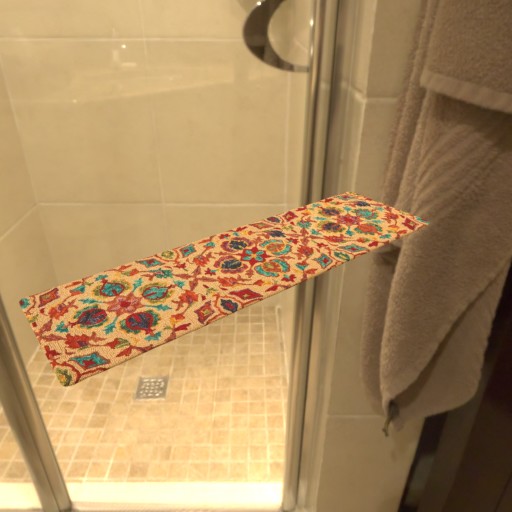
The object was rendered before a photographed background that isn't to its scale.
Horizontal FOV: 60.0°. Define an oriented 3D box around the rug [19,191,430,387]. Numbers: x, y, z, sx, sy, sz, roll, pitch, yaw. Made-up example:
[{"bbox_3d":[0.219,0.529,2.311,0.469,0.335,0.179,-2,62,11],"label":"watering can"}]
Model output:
[{"bbox_3d":[0.000,0.000,2.430,2.273,0.016,0.693,-21,36,-32],"label":"rug"}]
